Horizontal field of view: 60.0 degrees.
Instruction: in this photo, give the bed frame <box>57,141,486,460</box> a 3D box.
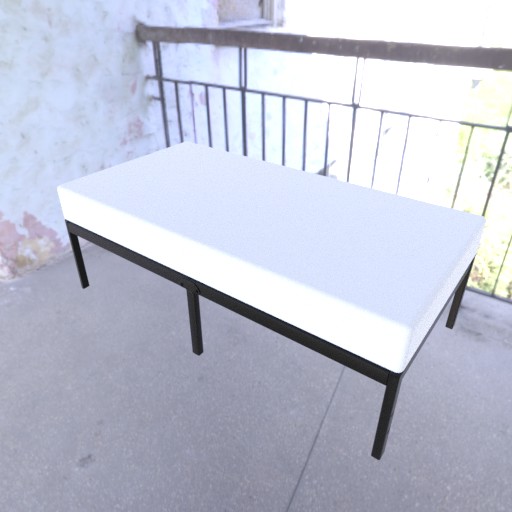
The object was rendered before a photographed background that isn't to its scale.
[{"bbox_3d":[0.000,0.000,2.386,1.950,0.659,1.023,21,38,31],"label":"bed frame"}]
